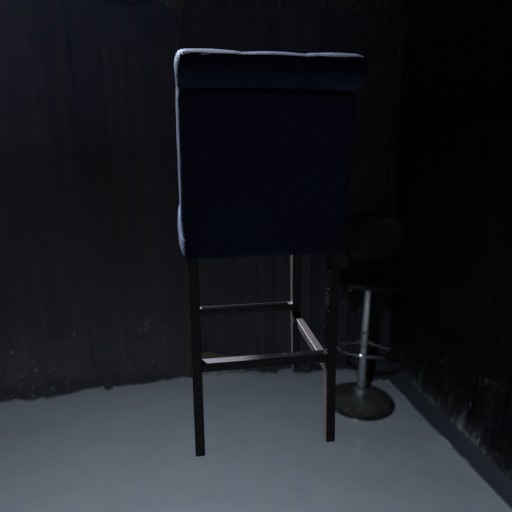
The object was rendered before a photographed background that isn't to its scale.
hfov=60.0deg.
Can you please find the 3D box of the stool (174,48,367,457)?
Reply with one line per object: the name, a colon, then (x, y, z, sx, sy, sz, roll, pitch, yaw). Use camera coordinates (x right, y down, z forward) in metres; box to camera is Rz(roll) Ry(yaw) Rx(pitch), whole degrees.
stool: (0.000, 0.000, 1.438, 0.493, 1.140, 0.601, -2, 15, -9)
